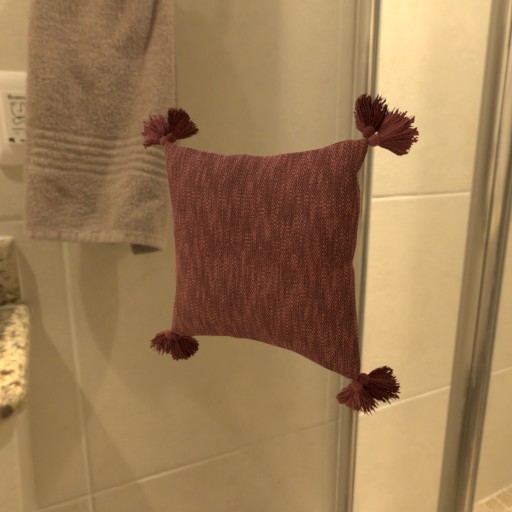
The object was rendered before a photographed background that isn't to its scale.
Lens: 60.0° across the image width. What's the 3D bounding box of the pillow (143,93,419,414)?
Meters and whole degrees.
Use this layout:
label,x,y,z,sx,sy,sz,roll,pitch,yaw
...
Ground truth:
label,x,y,z,sx,sy,sz,roll,pitch,yaw
pillow,0.000,0.000,0.972,0.641,0.659,0.138,7,14,27
